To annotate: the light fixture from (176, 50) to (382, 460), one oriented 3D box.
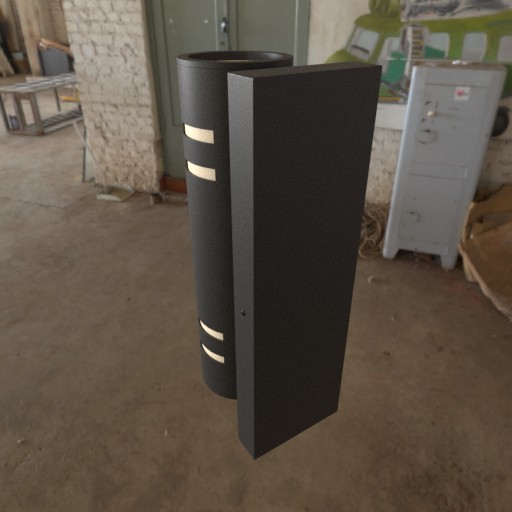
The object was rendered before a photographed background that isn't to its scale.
[{"bbox_3d":[0.000,0.000,0.405,0.105,0.330,0.149,-18,34,-29],"label":"light fixture"}]
